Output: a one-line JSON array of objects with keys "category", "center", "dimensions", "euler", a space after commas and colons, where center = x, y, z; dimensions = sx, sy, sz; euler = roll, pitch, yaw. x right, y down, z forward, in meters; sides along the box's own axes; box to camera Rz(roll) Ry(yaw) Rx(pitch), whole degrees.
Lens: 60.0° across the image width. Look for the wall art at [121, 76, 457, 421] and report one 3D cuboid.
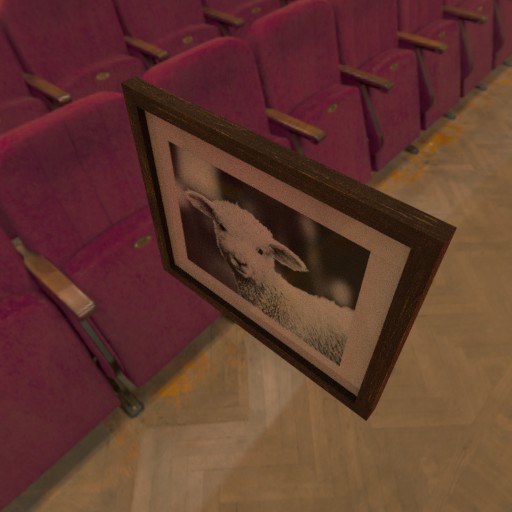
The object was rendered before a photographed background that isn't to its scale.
[{"category": "wall art", "center": [0.000, 0.000, 0.770], "dimensions": [0.558, 0.457, 0.032], "euler": [32, 55, 27]}]
